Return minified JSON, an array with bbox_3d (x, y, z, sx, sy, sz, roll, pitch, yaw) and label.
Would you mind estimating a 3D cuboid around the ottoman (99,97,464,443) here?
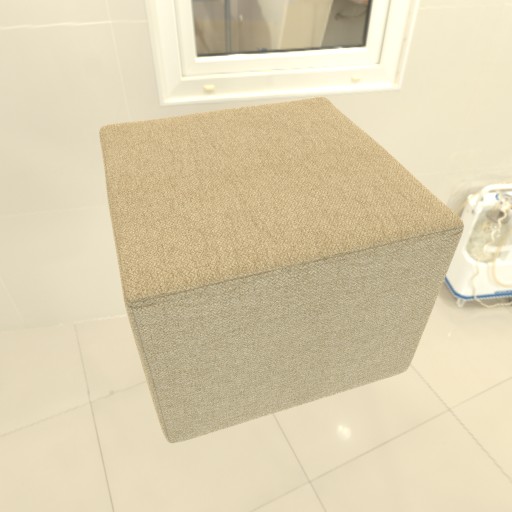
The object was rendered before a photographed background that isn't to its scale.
[{"bbox_3d":[0.000,0.000,0.890,0.508,0.432,0.508,-12,43,-14],"label":"ottoman"}]
